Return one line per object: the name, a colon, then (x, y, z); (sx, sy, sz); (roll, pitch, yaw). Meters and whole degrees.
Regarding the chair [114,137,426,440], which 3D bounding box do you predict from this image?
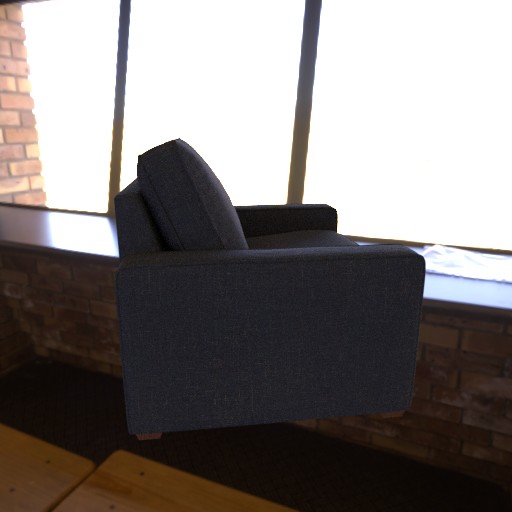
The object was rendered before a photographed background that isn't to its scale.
chair: (0.000, 0.000, 1.775); (0.940, 0.919, 1.017); (-2, 16, -8)
